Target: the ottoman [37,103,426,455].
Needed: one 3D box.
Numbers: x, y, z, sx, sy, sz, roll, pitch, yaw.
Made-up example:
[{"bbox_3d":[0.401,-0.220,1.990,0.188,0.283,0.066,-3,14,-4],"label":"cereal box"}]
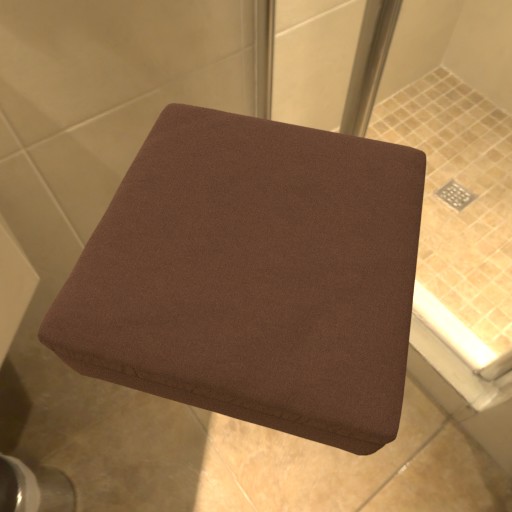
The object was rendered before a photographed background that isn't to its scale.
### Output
[{"bbox_3d":[0.000,0.000,1.761,1.181,0.470,1.181,13,59,8],"label":"ottoman"}]
